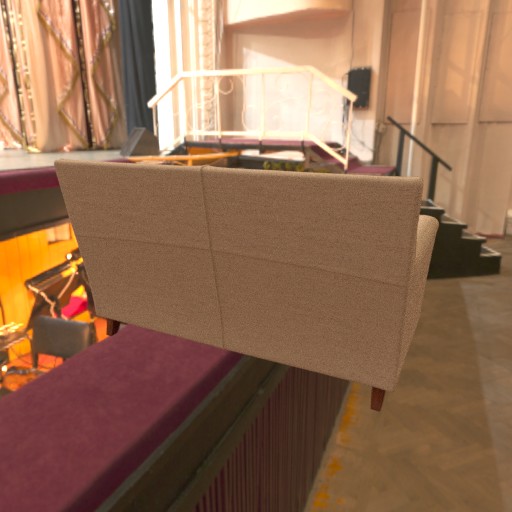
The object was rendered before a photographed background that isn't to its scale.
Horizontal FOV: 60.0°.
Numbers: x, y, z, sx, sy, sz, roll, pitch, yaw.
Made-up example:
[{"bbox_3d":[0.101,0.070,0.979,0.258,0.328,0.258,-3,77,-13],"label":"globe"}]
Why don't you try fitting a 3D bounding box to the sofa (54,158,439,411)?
[{"bbox_3d":[0.000,0.000,2.047,1.482,0.892,0.891,8,19,26],"label":"sofa"}]
